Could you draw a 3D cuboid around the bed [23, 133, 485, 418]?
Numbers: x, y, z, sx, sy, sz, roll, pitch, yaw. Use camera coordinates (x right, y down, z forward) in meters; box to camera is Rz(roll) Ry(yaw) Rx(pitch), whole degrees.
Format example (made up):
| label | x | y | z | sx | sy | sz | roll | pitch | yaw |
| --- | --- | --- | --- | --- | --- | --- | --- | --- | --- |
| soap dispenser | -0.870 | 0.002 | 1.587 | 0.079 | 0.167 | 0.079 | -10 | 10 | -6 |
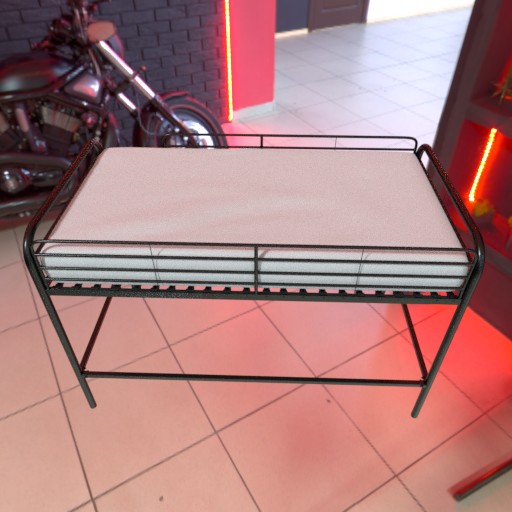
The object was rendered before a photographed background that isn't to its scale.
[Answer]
| label | x | y | z | sx | sy | sz | roll | pitch | yaw |
| --- | --- | --- | --- | --- | --- | --- | --- | --- | --- |
| bed | 0.000 | 0.000 | 2.755 | 1.968 | 1.289 | 1.393 | 1 | 41 | 1 |
